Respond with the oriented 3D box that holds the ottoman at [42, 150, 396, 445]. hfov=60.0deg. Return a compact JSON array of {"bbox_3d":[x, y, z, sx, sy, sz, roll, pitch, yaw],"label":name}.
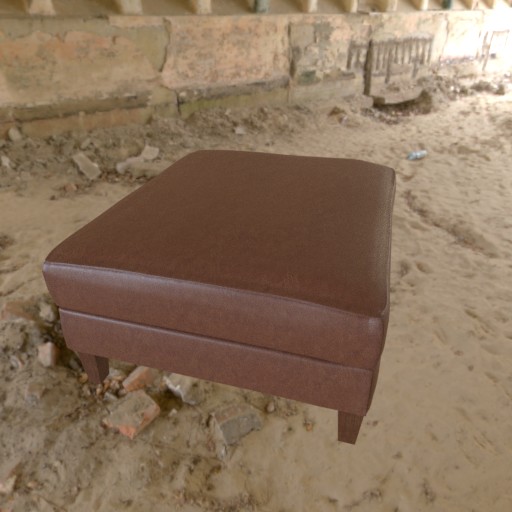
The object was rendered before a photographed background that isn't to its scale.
[{"bbox_3d":[0.000,0.000,1.457,0.836,0.472,0.987,8,31,14],"label":"ottoman"}]
